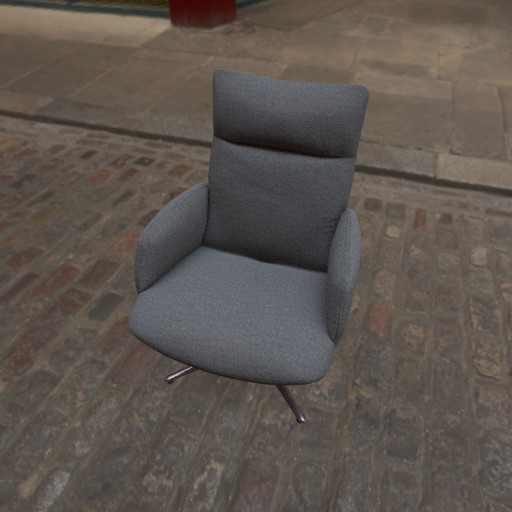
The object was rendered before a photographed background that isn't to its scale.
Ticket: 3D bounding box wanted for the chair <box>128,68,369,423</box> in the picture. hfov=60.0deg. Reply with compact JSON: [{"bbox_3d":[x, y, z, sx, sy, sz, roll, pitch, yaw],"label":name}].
[{"bbox_3d":[0.000,0.000,1.537,0.702,0.984,0.831,12,43,13],"label":"chair"}]
